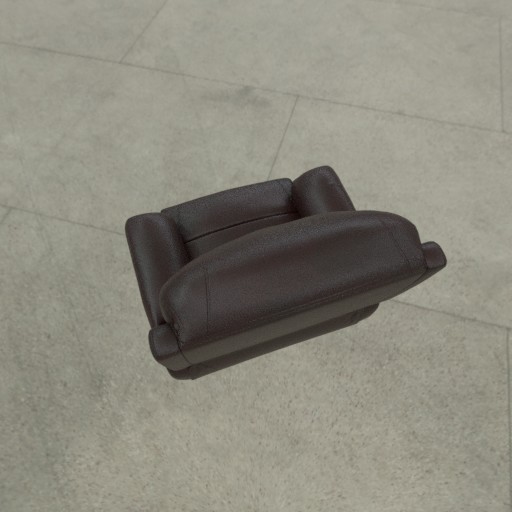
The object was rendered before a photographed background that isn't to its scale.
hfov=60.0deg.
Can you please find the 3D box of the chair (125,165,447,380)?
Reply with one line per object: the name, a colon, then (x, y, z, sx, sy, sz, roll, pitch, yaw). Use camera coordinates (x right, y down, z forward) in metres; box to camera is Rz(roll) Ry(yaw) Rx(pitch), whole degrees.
chair: (0.000, 0.000, 1.748, 0.930, 1.011, 0.899, -17, 59, -10)
